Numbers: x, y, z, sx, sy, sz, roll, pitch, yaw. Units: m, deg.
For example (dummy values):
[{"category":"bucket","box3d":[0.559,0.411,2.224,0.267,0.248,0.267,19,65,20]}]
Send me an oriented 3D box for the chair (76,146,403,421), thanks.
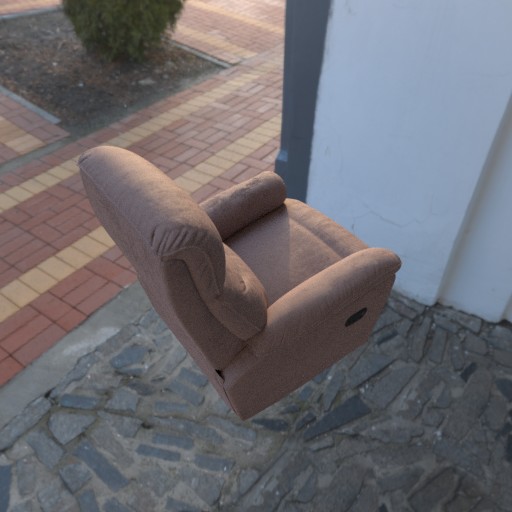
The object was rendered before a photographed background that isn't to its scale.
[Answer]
[{"category":"chair","box3d":[0.000,0.000,1.748,1.004,1.037,0.820,-27,48,-27]}]
